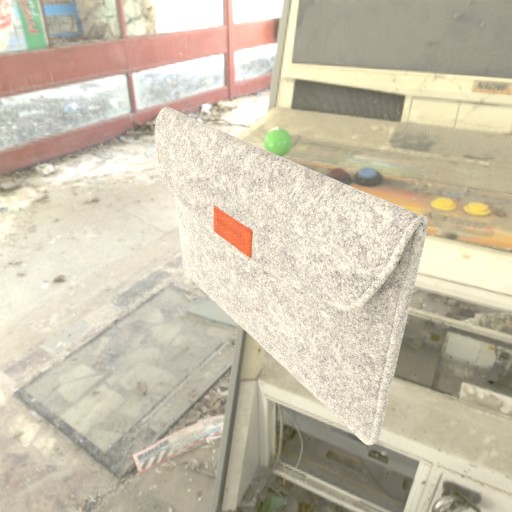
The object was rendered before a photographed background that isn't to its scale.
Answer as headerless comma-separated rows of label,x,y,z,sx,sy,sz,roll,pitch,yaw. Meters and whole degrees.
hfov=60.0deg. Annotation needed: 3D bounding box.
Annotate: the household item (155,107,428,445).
household item,0.000,0.000,0.432,0.057,0.221,0.335,-21,37,-30
